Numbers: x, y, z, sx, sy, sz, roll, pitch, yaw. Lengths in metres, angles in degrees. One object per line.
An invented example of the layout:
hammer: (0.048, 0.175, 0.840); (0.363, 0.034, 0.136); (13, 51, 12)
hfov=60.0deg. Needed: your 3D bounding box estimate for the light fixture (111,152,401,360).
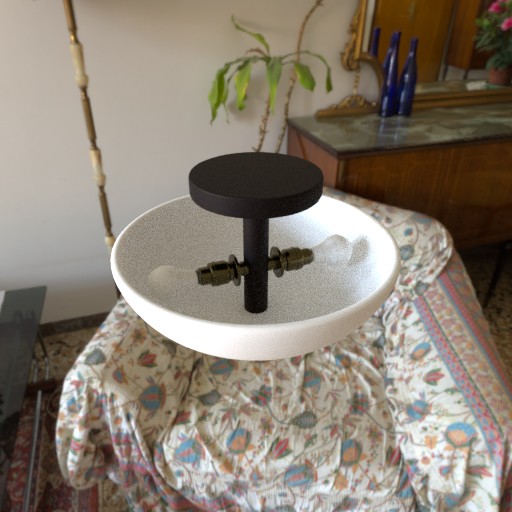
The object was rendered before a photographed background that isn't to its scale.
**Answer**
light fixture: (0.000, 0.000, 0.535); (0.331, 0.212, 0.331); (0, 31, 0)
